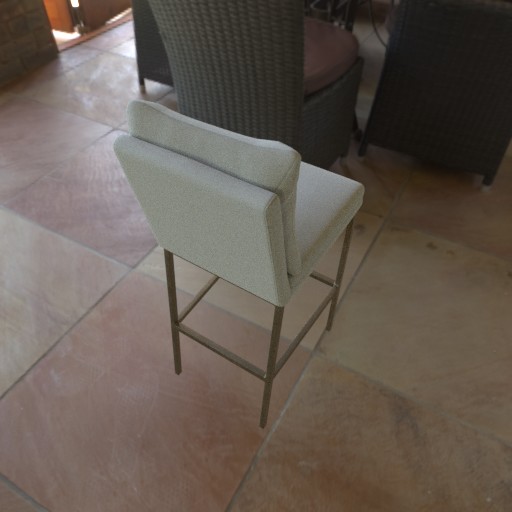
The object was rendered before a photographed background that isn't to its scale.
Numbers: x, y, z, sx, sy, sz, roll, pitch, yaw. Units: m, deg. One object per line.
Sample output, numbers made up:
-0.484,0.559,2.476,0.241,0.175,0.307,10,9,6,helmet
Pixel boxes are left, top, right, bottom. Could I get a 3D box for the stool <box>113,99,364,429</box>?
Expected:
0.000,0.000,1.442,0.463,1.125,0.572,25,51,22,stool
